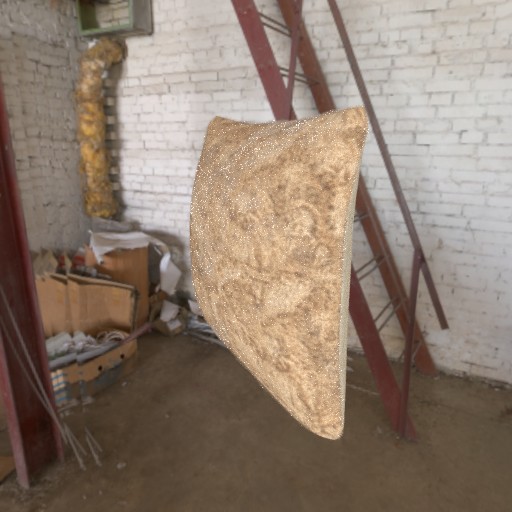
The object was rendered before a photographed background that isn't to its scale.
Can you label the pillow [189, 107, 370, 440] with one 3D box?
[{"bbox_3d":[0.000,0.000,0.836,0.216,0.525,0.538,-7,17,-24],"label":"pillow"}]
